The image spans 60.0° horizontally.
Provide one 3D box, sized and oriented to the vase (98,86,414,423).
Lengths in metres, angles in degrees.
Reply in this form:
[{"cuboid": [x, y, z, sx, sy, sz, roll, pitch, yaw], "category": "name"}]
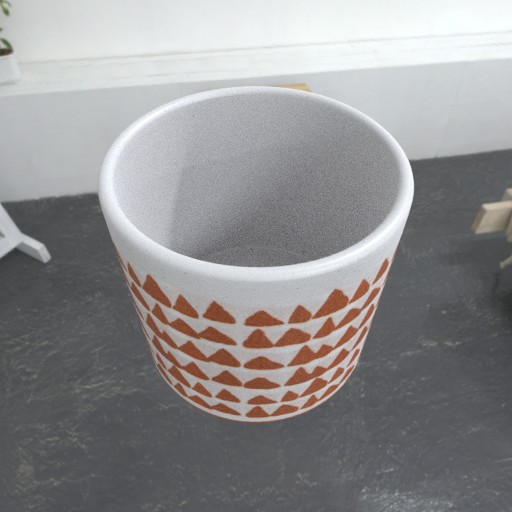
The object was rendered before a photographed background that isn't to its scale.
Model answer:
[{"cuboid": [0.000, 0.000, 0.242, 0.137, 0.127, 0.137, 0, 48, 0], "category": "vase"}]
